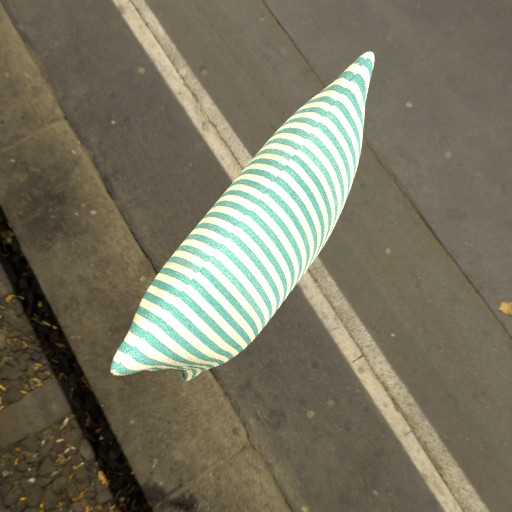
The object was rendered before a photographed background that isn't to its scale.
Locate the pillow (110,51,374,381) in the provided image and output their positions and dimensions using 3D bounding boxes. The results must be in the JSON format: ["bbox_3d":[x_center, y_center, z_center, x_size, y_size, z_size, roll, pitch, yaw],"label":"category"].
[{"bbox_3d":[0.000,0.000,0.774,0.166,0.510,0.523,36,78,9],"label":"pillow"}]
